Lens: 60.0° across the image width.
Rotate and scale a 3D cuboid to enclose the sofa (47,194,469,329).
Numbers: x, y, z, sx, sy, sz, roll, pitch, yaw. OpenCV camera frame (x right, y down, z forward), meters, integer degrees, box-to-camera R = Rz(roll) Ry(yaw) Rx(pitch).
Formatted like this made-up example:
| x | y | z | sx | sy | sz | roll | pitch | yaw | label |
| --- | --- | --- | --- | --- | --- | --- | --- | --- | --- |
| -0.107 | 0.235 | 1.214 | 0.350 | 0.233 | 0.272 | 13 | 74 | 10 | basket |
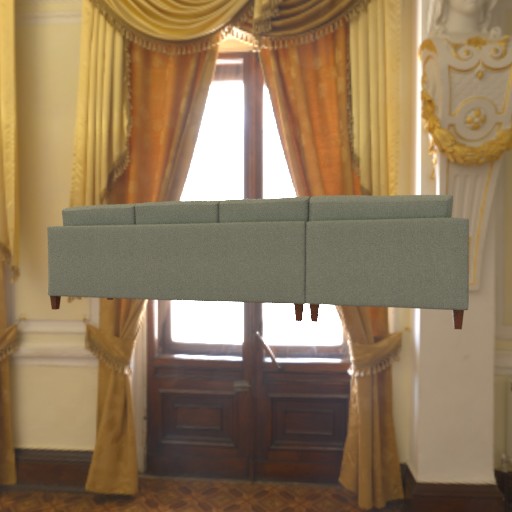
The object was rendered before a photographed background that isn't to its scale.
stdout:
| x | y | z | sx | sy | sz | roll | pitch | yaw | label |
| --- | --- | --- | --- | --- | --- | --- | --- | --- | --- |
| 0.000 | 0.000 | 4.193 | 3.470 | 0.953 | 1.600 | 0 | 1 | 17 | sofa |
